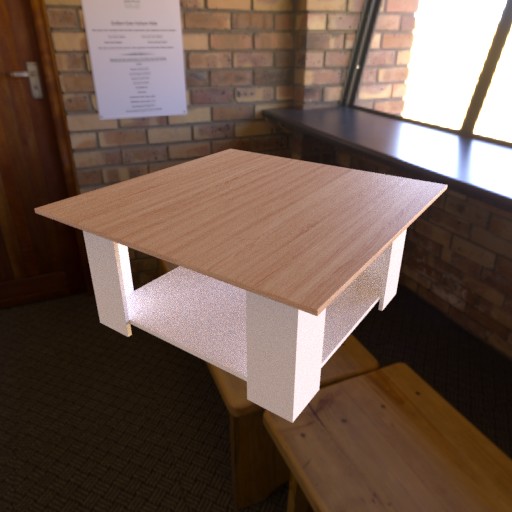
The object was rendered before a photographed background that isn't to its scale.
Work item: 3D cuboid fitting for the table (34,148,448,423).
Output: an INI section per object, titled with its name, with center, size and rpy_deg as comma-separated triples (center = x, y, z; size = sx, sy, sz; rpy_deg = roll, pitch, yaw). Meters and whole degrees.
[table]
center = 0.000, 0.000, 1.073
size = 0.670, 0.305, 0.670
rpy_deg = 17, 31, 31
